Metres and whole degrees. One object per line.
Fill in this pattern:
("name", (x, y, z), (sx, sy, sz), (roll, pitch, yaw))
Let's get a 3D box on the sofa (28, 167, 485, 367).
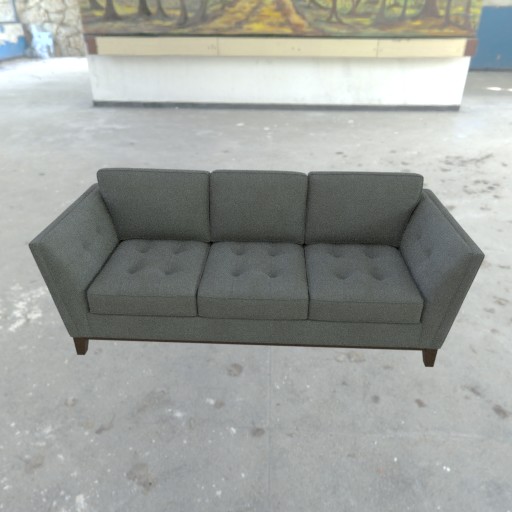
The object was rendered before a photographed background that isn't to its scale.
("sofa", (0.000, 0.000, 2.868), (2.387, 0.940, 0.965), (1, 29, 2))
